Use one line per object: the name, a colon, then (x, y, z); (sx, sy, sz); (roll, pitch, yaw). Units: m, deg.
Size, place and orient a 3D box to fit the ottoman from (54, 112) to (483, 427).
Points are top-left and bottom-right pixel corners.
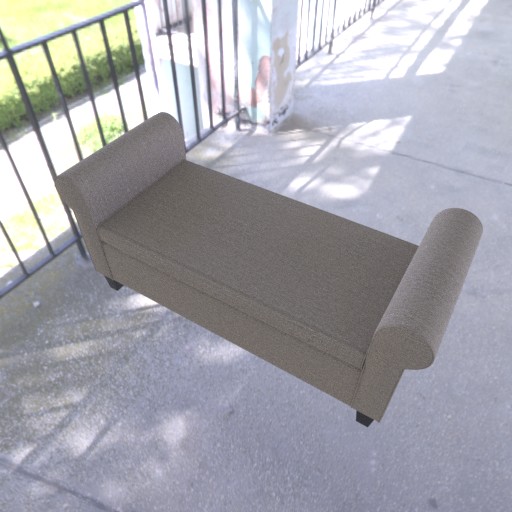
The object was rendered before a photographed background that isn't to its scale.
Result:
ottoman: (0.000, 0.000, 1.533); (1.256, 0.547, 0.521); (24, 50, 22)
